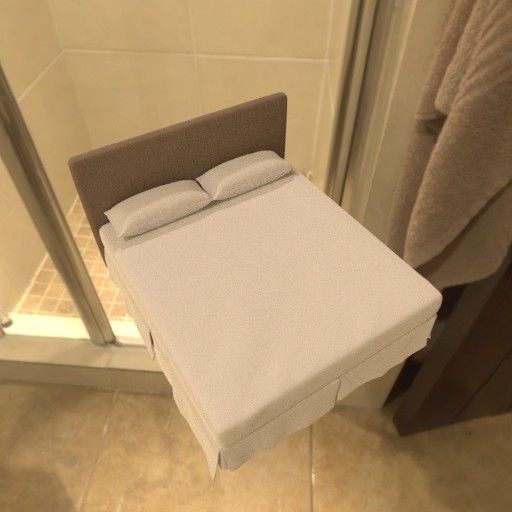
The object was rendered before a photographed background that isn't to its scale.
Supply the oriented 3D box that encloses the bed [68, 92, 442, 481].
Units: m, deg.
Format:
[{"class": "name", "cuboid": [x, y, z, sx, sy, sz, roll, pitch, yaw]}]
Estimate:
[{"class": "bed", "cuboid": [0.000, 0.000, 3.594, 2.119, 1.317, 2.341, -25, 52, -22]}]
